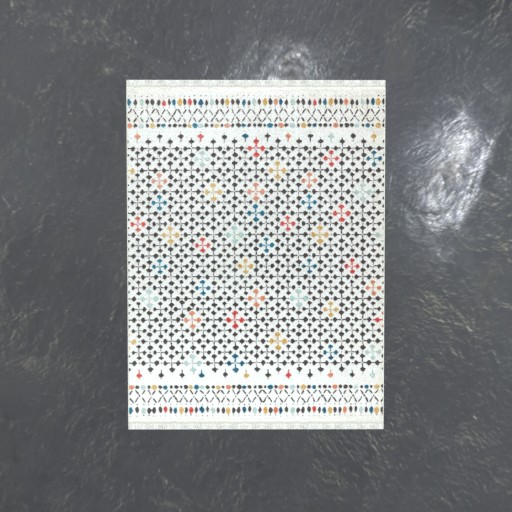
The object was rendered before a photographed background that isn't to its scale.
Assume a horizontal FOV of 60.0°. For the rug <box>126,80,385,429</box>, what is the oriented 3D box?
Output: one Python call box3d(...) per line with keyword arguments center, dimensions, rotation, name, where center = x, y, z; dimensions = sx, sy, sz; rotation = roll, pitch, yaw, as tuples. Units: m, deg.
box3d(center=(0.000, 0.000, 4.057), dimensions=(2.354, 0.007, 3.196), rotation=(0, 91, 0), name="rug")
